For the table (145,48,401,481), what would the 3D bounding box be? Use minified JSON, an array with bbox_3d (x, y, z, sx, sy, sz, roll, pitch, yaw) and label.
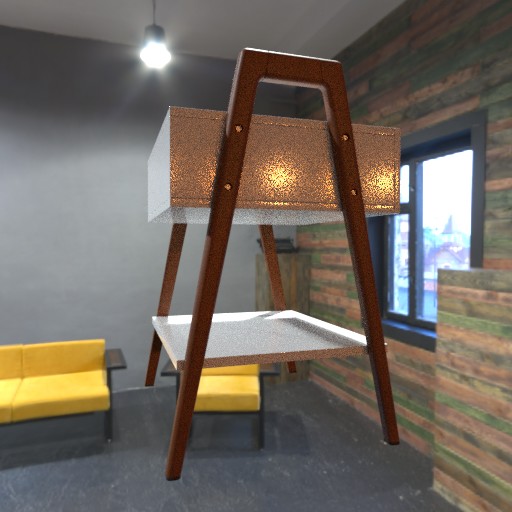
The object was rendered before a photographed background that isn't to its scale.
[{"bbox_3d":[0.000,0.000,0.882,0.405,0.610,0.457,0,1,-18],"label":"table"}]
